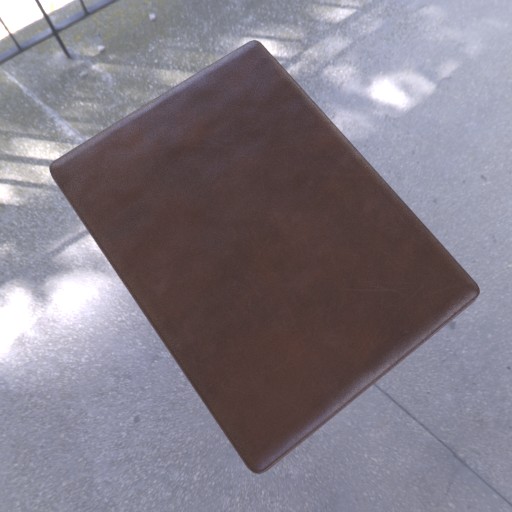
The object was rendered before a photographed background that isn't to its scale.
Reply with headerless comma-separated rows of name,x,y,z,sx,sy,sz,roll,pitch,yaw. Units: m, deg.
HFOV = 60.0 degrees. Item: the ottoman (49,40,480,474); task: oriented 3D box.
ottoman,0.000,0.000,1.152,0.588,0.509,0.795,-35,77,-9
